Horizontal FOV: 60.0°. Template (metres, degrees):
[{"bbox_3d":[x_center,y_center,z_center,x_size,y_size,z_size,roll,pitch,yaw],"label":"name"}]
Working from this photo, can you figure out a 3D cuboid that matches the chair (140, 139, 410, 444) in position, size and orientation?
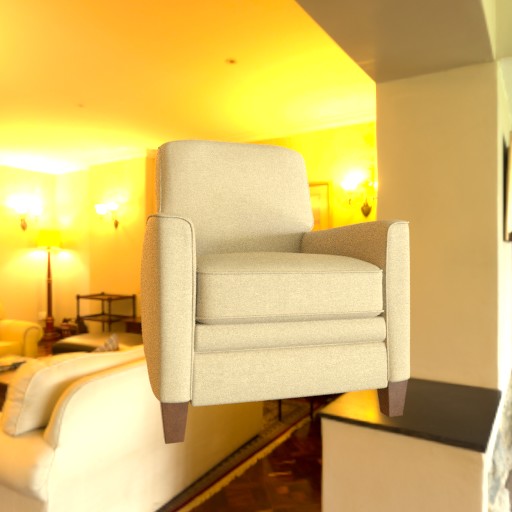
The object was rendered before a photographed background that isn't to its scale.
[{"bbox_3d":[0.000,0.000,1.670,0.841,1.023,0.858,0,0,-17],"label":"chair"}]
